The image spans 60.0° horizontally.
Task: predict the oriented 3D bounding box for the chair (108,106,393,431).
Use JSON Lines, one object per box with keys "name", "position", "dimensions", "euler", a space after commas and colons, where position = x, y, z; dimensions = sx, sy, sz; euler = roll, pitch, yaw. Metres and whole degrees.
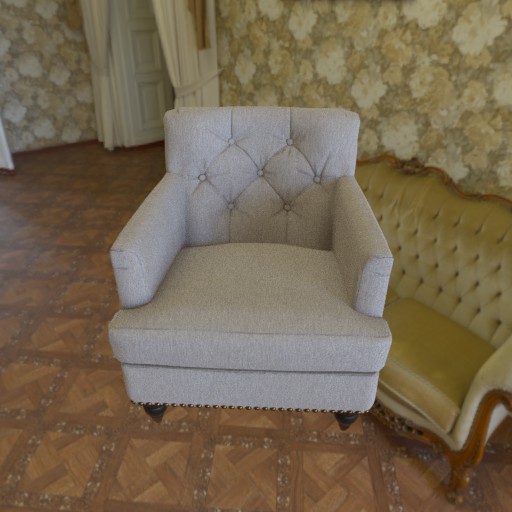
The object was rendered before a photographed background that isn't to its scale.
{"name": "chair", "position": [0.000, 0.000, 1.494], "dimensions": [0.737, 0.823, 0.902], "euler": [1, 30, 3]}
